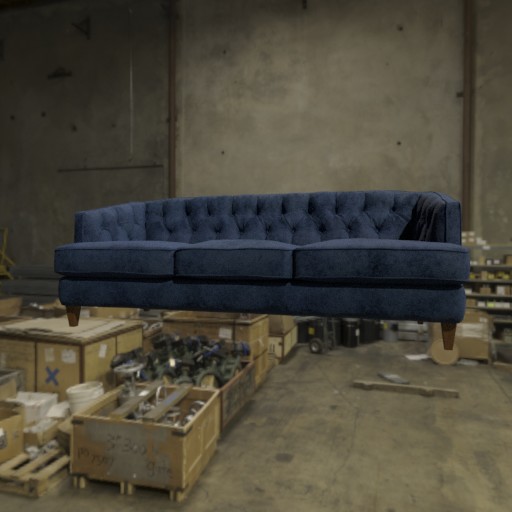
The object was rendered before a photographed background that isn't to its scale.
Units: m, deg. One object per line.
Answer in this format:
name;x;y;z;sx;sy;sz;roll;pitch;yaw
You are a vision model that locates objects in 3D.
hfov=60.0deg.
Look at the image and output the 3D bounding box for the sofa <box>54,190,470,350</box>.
sofa;0.000;0.000;2.719;2.278;0.855;0.941;0;1;17
